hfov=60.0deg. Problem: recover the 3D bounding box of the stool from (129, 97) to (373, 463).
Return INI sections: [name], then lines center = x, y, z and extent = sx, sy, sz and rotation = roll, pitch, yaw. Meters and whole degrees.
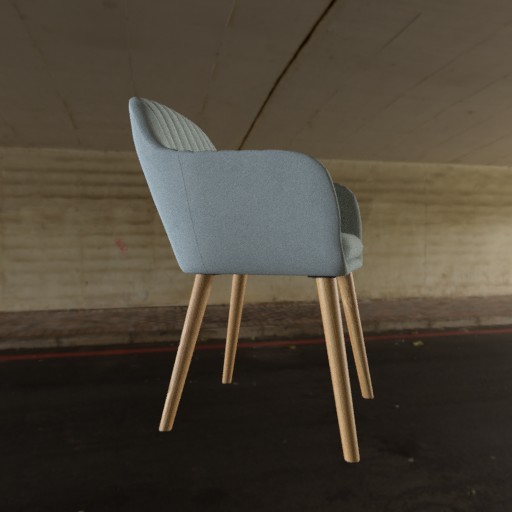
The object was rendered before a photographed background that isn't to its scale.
[stool]
center = 0.000, 0.000, 1.189
extent = 0.590, 0.830, 0.503
rotation = 1, 2, 19
